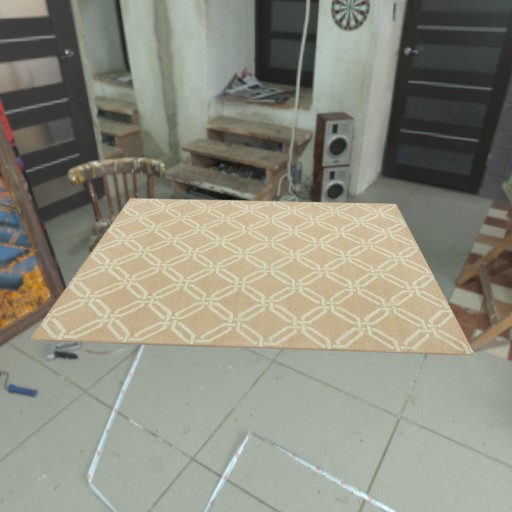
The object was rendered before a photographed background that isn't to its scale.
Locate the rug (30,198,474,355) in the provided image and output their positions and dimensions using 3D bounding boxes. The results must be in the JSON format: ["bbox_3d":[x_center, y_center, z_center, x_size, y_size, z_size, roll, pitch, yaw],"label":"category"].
[{"bbox_3d":[0.000,0.000,3.850,2.895,0.018,2.288,1,31,2],"label":"rug"}]
